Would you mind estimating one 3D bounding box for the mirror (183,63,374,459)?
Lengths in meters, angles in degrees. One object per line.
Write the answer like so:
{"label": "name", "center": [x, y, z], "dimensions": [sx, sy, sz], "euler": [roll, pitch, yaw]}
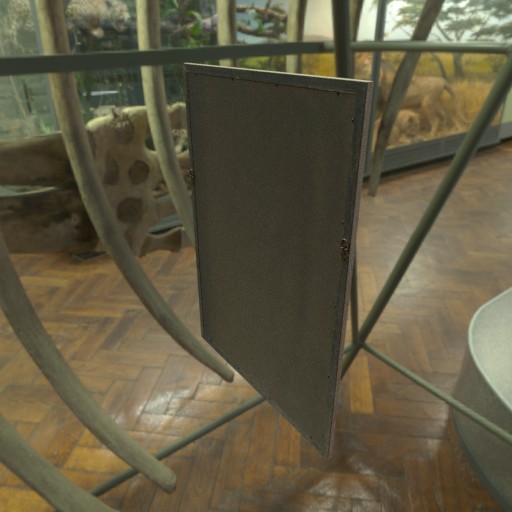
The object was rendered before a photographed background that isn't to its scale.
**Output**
{"label": "mirror", "center": [0.000, 0.000, 1.284], "dimensions": [0.025, 0.996, 0.705], "euler": [-18, 32, -32]}
